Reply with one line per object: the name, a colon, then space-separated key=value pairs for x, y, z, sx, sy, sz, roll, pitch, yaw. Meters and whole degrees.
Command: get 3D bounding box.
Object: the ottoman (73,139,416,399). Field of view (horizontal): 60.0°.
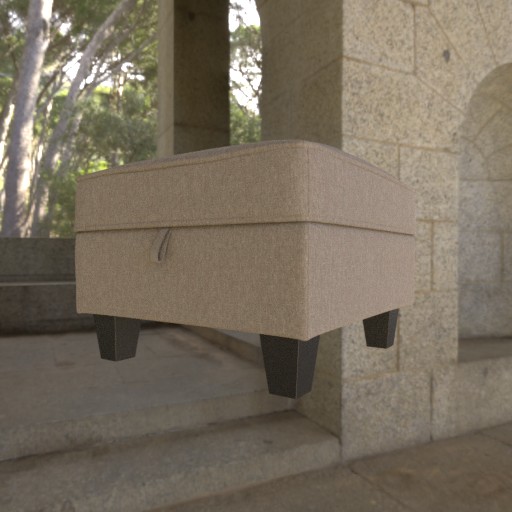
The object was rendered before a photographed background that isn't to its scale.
ottoman: x=0.000 y=0.000 z=1.411 sx=0.808 sy=0.612 sz=0.871 roll=0 pitch=0 yaw=34
